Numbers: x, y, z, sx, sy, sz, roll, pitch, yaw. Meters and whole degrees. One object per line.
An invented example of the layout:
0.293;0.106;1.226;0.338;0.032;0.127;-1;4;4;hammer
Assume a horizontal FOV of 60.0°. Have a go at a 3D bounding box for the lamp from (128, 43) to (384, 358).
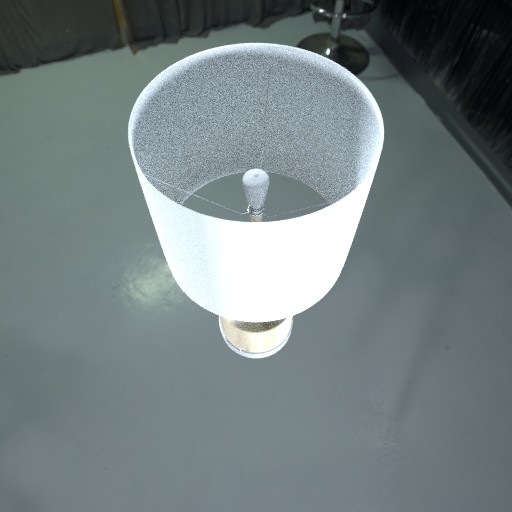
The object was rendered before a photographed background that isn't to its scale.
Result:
0.000;0.000;0.597;0.229;0.470;0.229;-19;61;-11;lamp
